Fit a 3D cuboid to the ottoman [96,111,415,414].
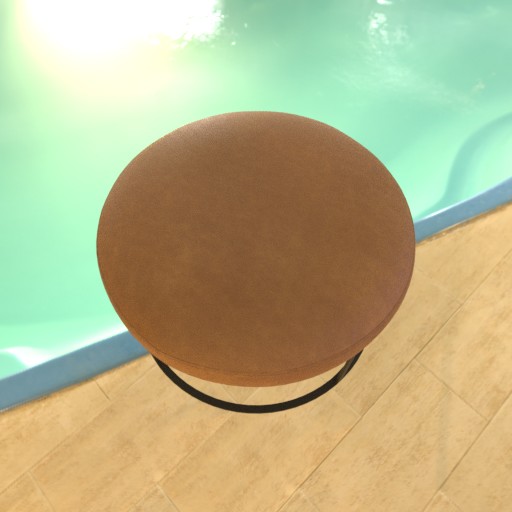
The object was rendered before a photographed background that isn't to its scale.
[{"bbox_3d":[0.000,0.000,1.215,0.771,0.460,0.771,0,58,0],"label":"ottoman"}]
